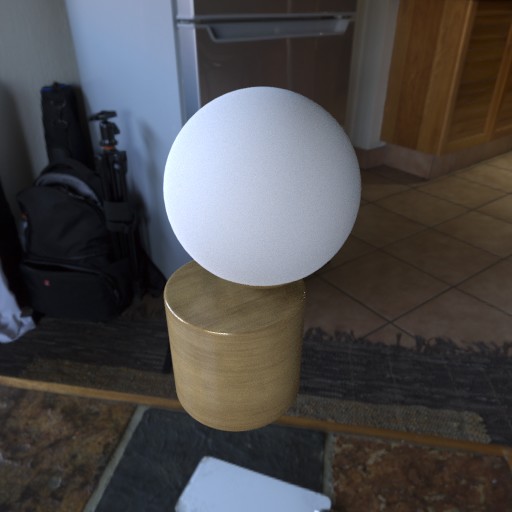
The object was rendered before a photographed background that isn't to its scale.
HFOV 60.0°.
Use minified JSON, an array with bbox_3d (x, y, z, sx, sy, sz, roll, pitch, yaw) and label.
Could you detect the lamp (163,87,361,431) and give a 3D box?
[{"bbox_3d":[0.000,0.000,0.350,0.152,0.250,0.141,-19,36,-29],"label":"lamp"}]
